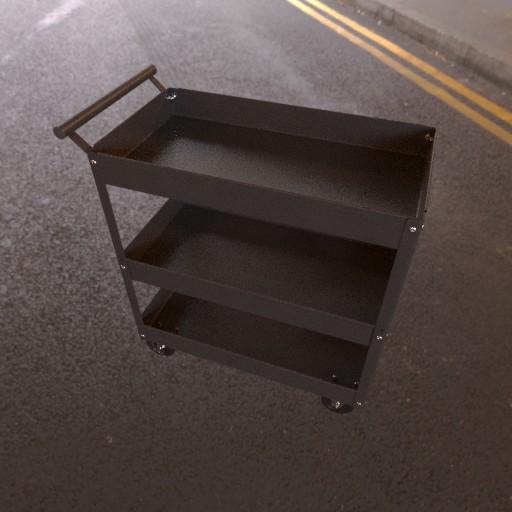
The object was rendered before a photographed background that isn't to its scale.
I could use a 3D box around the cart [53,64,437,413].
[{"bbox_3d":[0.000,0.000,1.165,0.719,0.780,0.366,14,44,15],"label":"cart"}]
